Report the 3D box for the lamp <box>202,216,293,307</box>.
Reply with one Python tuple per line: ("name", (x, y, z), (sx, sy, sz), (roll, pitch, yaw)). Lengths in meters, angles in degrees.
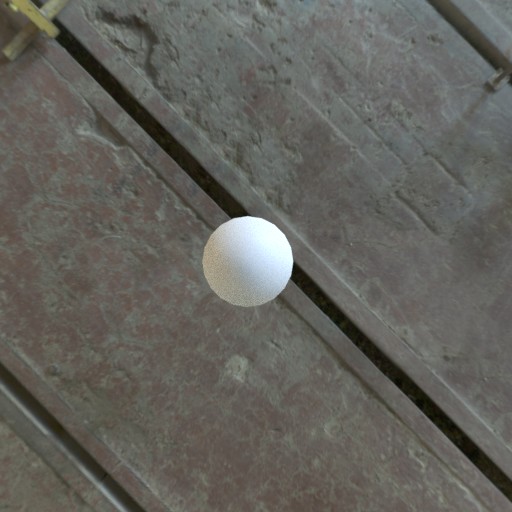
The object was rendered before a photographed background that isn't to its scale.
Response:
("lamp", (0.000, 0.000, 1.863), (0.224, 1.753, 0.224), (0, 91, 2))
